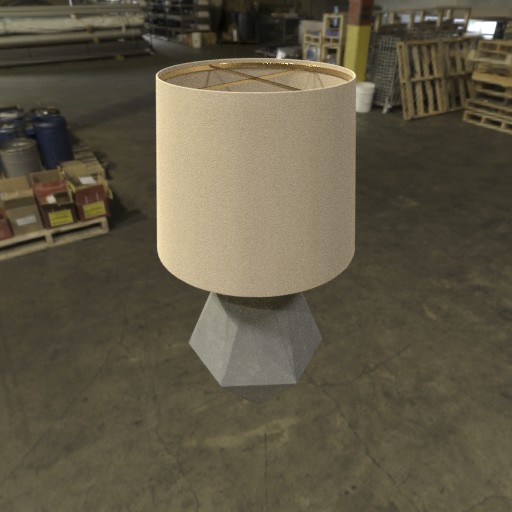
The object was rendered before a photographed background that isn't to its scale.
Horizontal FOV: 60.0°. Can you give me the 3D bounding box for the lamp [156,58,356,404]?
[{"bbox_3d":[0.000,0.000,0.646,0.276,0.501,0.276,0,32,0],"label":"lamp"}]
